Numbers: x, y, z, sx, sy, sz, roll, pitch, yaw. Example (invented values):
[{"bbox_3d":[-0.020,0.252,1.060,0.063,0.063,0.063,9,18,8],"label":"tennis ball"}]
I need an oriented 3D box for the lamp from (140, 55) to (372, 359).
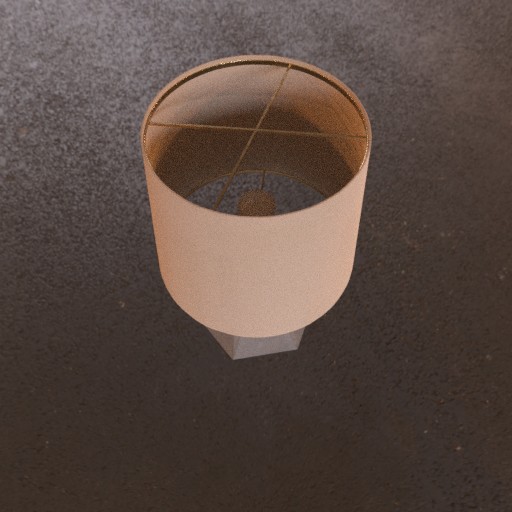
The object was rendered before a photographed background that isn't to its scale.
[{"bbox_3d":[0.000,0.000,0.656,0.276,0.501,0.276,0,59,0],"label":"lamp"}]
